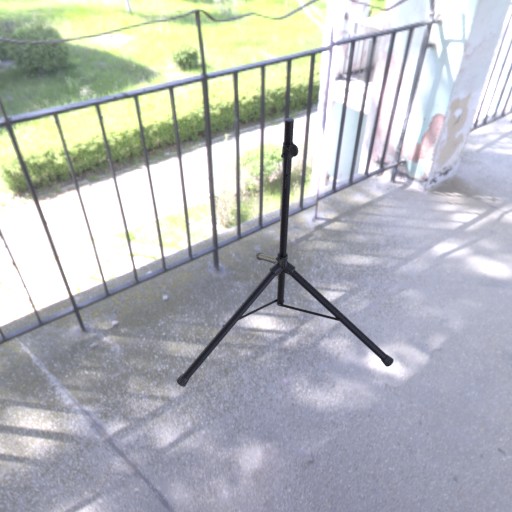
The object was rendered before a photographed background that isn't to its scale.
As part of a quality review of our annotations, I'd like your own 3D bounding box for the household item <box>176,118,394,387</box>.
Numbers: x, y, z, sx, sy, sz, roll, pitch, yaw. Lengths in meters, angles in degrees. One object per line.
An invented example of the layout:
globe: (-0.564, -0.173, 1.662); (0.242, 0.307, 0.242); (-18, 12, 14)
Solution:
household item: (0.000, 0.000, 1.904); (0.907, 1.136, 1.045); (-25, 47, -27)
